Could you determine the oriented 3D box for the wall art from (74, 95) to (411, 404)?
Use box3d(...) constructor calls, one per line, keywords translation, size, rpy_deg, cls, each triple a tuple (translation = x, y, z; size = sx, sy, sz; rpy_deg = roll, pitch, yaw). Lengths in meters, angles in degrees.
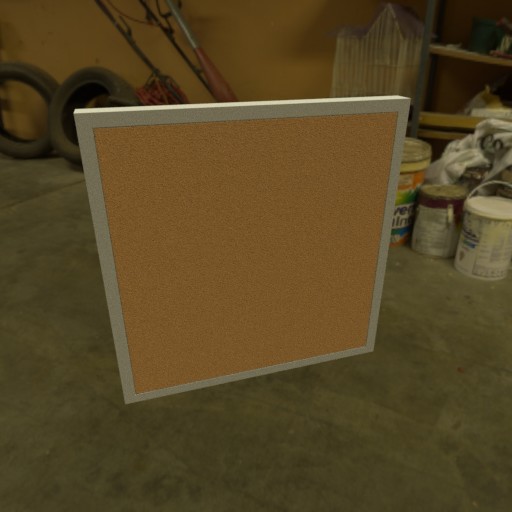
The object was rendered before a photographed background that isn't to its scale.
box3d(translation=(0.000, 0.000, 0.770), size=(0.506, 0.506, 0.038), rpy_deg=(-8, 28, -15), cls="wall art")
